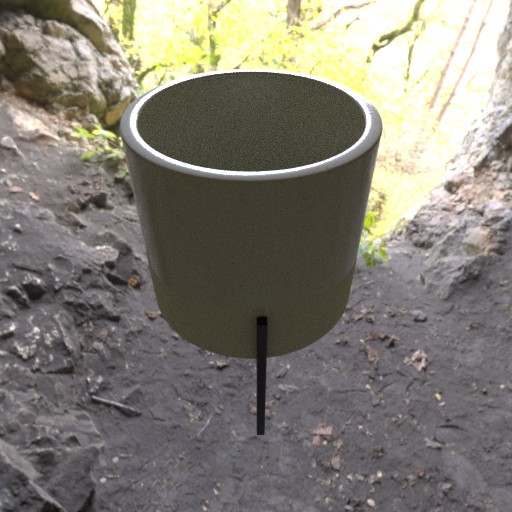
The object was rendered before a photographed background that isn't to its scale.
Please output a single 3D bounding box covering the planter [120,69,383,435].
[{"bbox_3d":[0.000,0.000,0.339,0.159,0.230,0.152,-25,47,-26],"label":"planter"}]
